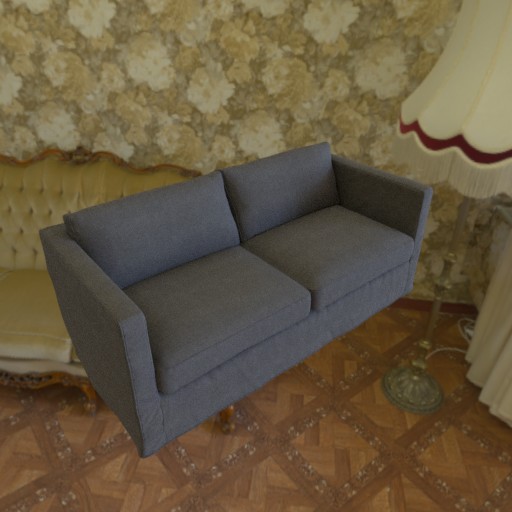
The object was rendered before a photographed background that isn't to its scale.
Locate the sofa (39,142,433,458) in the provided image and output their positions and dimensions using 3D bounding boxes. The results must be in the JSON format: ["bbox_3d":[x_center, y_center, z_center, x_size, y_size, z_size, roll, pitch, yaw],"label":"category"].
[{"bbox_3d":[0.000,0.000,2.487,1.982,0.855,0.953,-23,38,-33],"label":"sofa"}]
